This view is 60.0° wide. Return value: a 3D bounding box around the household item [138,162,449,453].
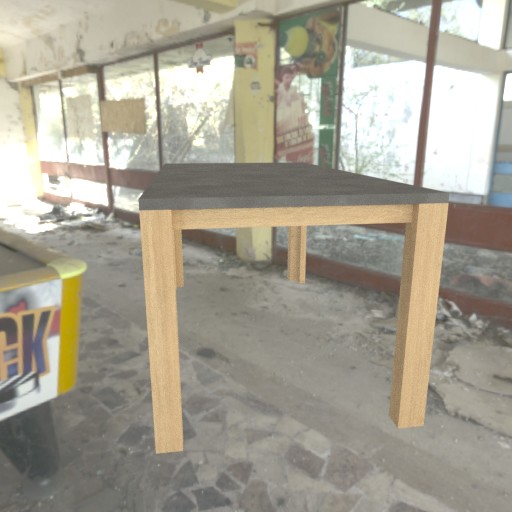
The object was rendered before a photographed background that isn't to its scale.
[{"bbox_3d":[0.000,0.000,2.041,0.850,0.755,1.600,-2,15,-9],"label":"household item"}]
